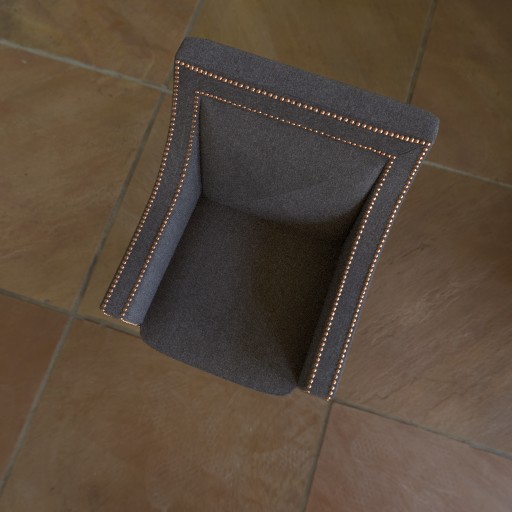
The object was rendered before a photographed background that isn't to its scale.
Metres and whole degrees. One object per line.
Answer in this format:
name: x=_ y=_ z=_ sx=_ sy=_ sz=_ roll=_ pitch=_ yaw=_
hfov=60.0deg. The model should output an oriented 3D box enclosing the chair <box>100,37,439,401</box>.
chair: x=0.000 y=0.000 z=1.597 sx=0.776 sy=0.967 sz=0.884 roll=20 pitch=77 yaw=5
